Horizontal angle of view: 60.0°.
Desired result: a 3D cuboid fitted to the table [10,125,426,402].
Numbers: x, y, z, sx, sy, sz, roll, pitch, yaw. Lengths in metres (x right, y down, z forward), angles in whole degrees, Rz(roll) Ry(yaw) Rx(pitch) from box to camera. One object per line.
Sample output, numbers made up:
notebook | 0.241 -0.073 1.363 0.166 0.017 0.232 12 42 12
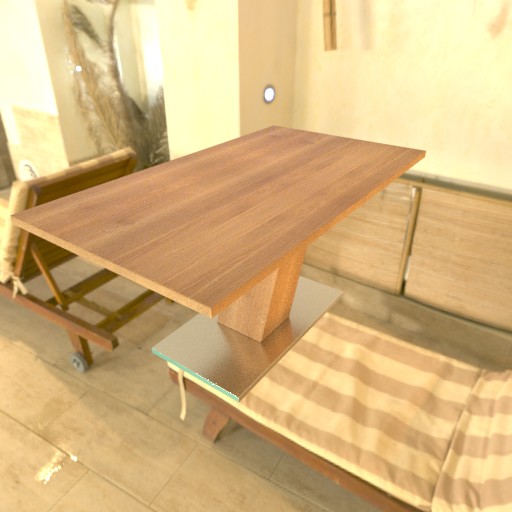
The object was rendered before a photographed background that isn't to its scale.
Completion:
table | 0.000 0.000 2.020 0.900 0.750 1.600 20 35 31
